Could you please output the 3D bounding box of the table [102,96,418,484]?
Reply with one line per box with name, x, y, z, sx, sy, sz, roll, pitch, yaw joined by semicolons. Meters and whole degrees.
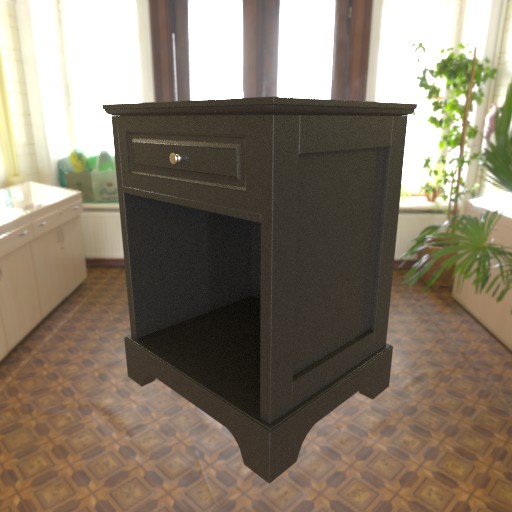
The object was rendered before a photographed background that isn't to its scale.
table;0.000;0.000;0.940;0.460;0.610;0.399;16;24;42
